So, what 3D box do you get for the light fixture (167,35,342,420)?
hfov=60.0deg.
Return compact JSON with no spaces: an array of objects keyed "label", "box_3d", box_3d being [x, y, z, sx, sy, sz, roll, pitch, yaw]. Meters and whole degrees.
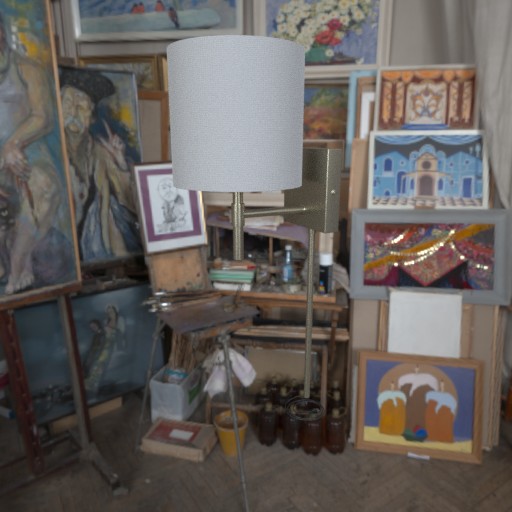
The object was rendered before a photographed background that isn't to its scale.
[{"label":"light fixture","box_3d":[0.000,0.000,0.696,0.248,0.589,0.188,-7,16,-26]}]
